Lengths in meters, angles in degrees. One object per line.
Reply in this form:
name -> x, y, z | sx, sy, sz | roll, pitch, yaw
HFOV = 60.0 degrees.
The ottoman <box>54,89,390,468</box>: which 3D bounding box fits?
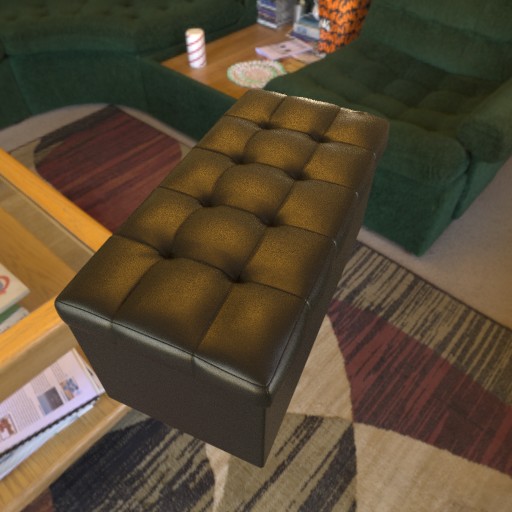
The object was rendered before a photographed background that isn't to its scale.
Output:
ottoman -> 0.000, 0.000, 1.118 | 0.432, 0.470, 0.838 | 18, 50, 16
